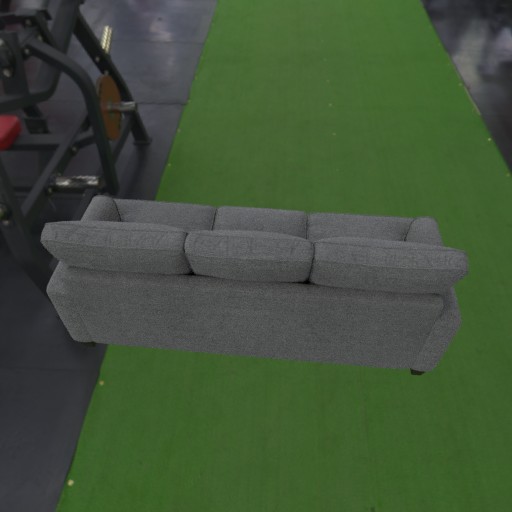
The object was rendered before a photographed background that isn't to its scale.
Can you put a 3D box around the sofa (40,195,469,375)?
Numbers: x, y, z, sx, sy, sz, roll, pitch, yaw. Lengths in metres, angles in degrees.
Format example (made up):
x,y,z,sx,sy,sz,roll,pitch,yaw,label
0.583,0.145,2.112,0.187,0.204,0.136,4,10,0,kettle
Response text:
x,y,z,sx,sy,sz,roll,pitch,yaw,label
0.000,0.000,2.633,2.158,0.965,0.951,4,48,4,sofa
